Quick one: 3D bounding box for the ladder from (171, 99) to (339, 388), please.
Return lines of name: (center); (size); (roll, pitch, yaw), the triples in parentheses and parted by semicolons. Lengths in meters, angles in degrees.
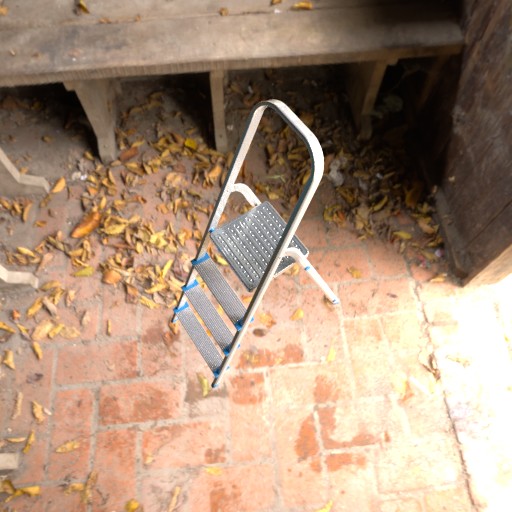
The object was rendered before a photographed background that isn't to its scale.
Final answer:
ladder: (0.000, 0.000, 1.821); (0.842, 1.434, 0.445); (-32, 69, -14)
